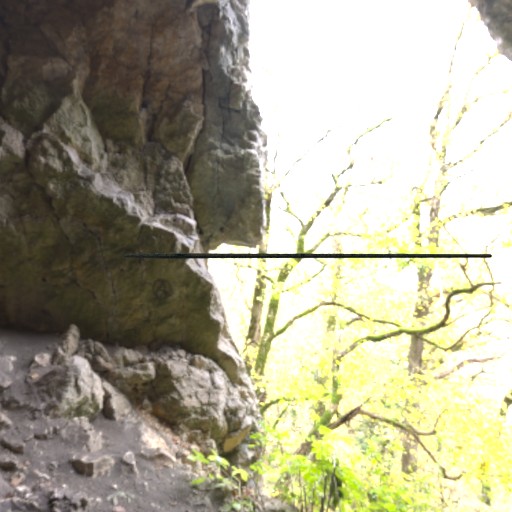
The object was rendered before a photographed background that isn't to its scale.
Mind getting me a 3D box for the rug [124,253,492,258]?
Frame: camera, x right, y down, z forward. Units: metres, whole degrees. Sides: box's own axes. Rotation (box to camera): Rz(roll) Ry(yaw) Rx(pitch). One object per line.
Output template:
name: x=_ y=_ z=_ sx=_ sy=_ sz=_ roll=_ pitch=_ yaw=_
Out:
rug: x=0.000 y=0.000 z=2.305 sx=1.219 sy=0.016 sz=1.829 roll=0 pitch=0 yaw=-20
